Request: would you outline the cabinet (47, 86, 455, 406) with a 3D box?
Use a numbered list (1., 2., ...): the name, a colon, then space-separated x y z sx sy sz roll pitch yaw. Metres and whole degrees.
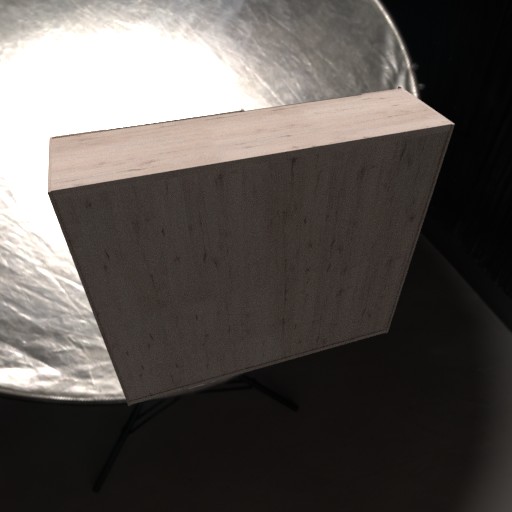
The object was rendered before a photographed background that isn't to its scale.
1. cabinet: 0.000 0.000 3.556 2.500 2.180 0.660 -12 44 -13
